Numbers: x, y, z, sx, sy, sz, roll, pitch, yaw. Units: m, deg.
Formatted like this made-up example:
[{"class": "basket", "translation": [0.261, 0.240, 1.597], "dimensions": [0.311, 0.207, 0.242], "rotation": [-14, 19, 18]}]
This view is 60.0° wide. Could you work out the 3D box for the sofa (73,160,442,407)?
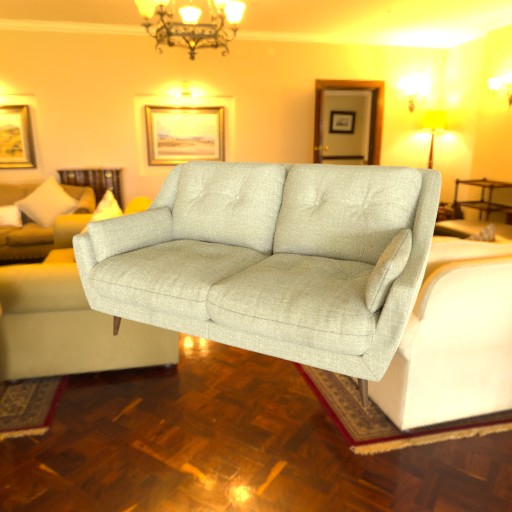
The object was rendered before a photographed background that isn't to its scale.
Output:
[{"class": "sofa", "translation": [0.000, 0.000, 2.225], "dimensions": [1.652, 0.888, 0.965], "rotation": [8, 17, 28]}]
